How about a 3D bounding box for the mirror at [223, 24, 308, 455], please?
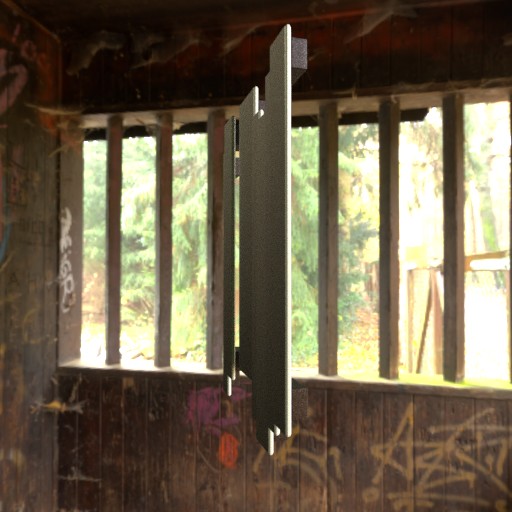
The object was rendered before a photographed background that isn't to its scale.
[{"bbox_3d":[0.000,0.000,0.790,0.058,0.611,0.445,0,-1,-17],"label":"mirror"}]
